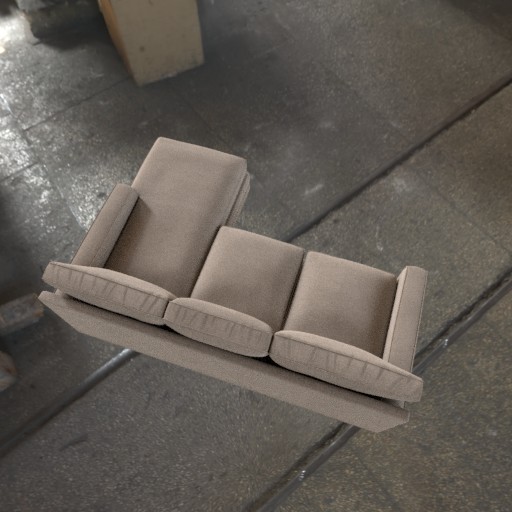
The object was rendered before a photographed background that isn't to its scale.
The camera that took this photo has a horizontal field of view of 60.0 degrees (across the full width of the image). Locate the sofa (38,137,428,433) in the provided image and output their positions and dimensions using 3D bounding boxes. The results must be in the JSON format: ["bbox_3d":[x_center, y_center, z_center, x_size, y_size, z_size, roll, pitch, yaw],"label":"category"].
[{"bbox_3d":[0.000,0.000,2.854,2.087,0.861,1.496,16,65,8],"label":"sofa"}]
